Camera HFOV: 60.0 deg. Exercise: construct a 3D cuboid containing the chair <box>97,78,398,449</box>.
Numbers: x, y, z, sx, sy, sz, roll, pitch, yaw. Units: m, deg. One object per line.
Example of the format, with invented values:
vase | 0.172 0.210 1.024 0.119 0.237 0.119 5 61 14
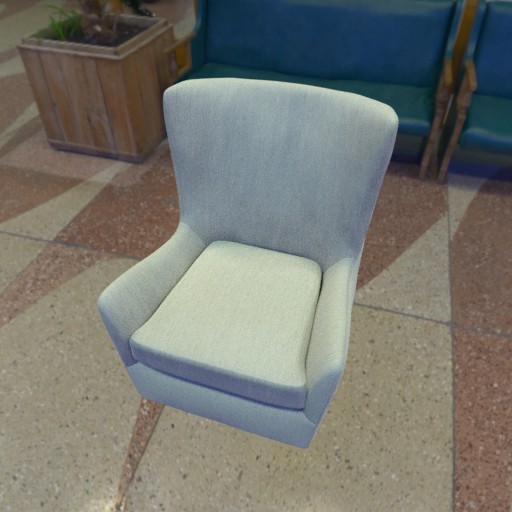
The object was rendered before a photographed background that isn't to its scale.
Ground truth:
chair | 0.000 0.000 1.616 0.779 1.000 0.904 13 44 13
